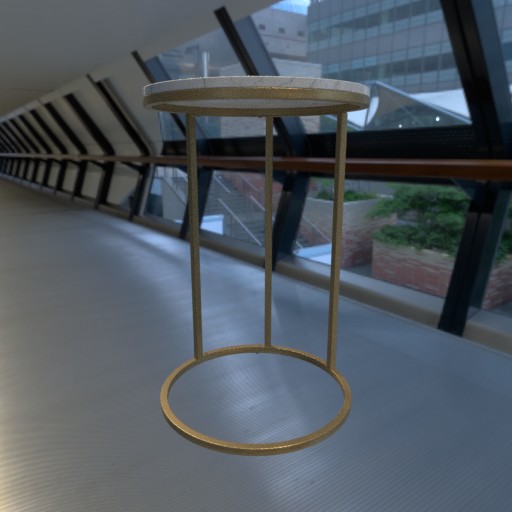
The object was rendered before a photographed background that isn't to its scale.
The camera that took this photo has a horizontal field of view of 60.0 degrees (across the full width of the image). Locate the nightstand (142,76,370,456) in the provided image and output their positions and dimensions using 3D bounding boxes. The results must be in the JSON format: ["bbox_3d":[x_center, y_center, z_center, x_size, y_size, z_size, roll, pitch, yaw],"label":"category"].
[{"bbox_3d":[0.000,0.000,0.876,0.400,0.610,0.400,2,14,9],"label":"nightstand"}]
